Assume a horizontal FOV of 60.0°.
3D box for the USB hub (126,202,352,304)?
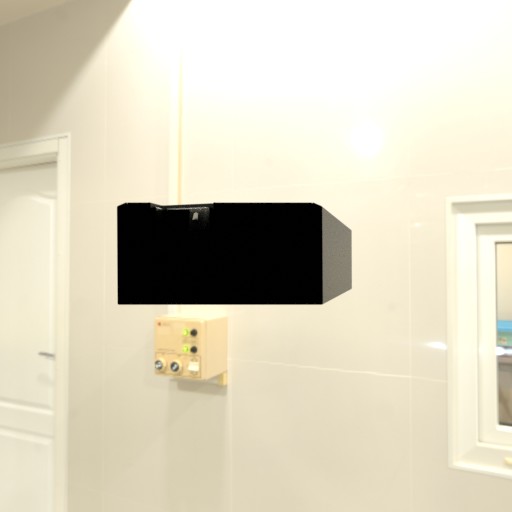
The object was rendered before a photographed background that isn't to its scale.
[{"bbox_3d":[0.000,0.000,0.126,0.044,0.023,0.110,0,-1,17],"label":"USB hub"}]
